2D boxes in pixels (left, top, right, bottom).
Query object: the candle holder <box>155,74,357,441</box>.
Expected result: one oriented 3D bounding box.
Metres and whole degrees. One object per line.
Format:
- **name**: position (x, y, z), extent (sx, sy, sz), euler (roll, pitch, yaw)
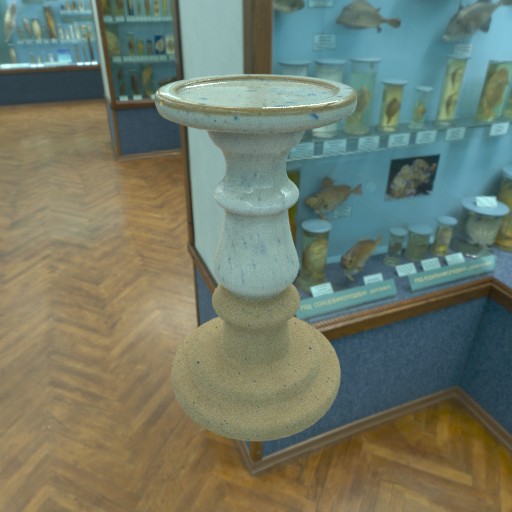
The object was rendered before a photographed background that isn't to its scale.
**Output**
- **candle holder**: position (0.000, 0.000, 0.280), extent (0.123, 0.202, 0.123), euler (0, 30, 0)
